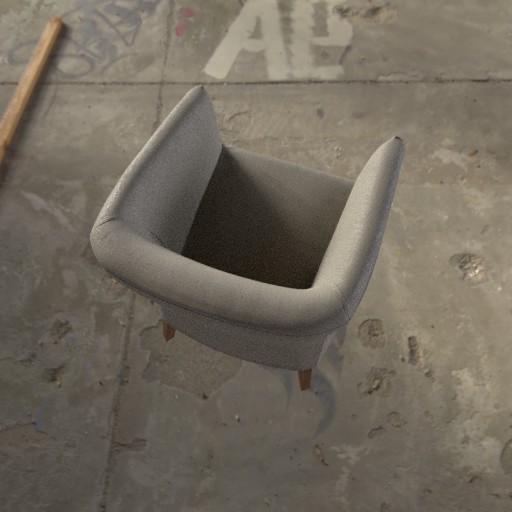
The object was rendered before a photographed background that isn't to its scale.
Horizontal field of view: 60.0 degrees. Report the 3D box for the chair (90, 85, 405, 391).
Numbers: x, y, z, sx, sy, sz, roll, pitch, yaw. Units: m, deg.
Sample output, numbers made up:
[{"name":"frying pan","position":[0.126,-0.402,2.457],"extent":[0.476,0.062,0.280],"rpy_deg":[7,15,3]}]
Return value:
[{"name":"chair","position":[0.000,0.000,1.279],"extent":[0.600,0.771,0.668],"rpy_deg":[18,64,9]}]
